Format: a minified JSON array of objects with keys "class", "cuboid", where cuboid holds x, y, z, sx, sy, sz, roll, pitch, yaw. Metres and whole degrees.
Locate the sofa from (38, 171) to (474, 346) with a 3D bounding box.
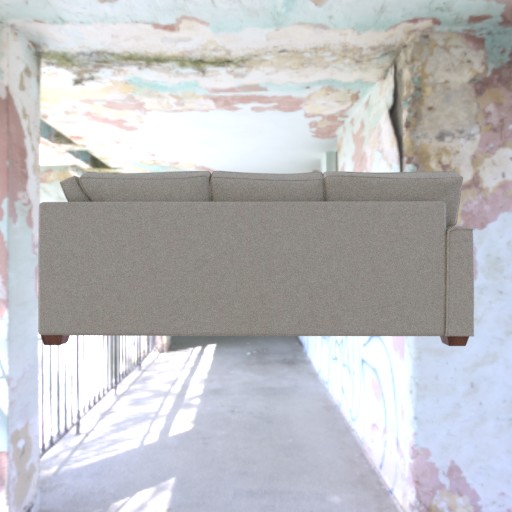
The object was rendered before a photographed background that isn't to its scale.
[{"class":"sofa","cuboid":[0.000,0.000,2.849,2.317,0.962,1.061,0,0,1]}]
